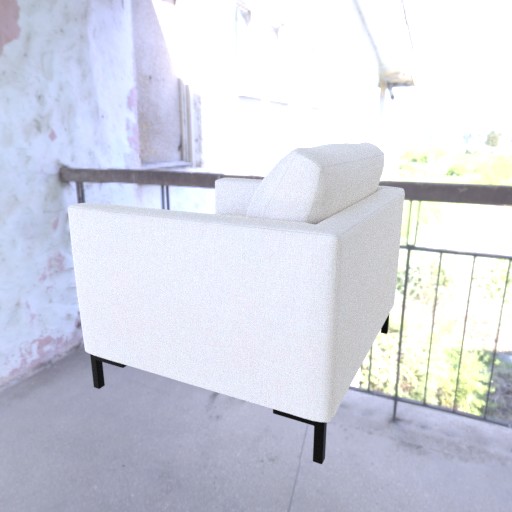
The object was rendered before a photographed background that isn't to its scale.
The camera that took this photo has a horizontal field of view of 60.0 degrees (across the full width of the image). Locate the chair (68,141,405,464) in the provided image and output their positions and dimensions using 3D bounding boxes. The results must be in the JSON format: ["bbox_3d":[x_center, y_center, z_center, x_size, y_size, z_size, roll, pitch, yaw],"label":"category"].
[{"bbox_3d":[0.000,0.000,1.618,0.875,0.806,0.964,8,17,26],"label":"chair"}]
